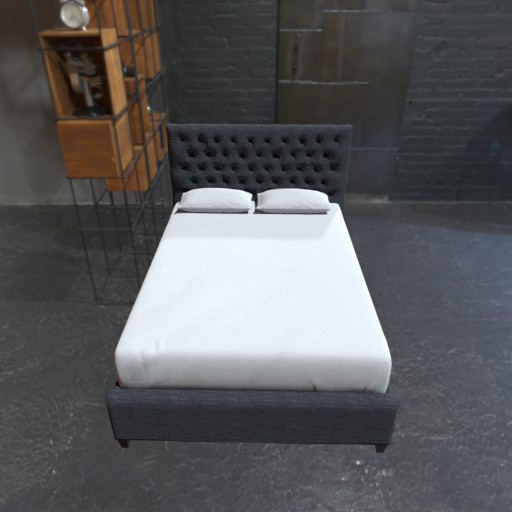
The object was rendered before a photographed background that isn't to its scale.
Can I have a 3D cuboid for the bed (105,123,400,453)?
[{"bbox_3d":[0.000,0.000,3.382,1.698,1.427,2.387,1,30,1],"label":"bed"}]
